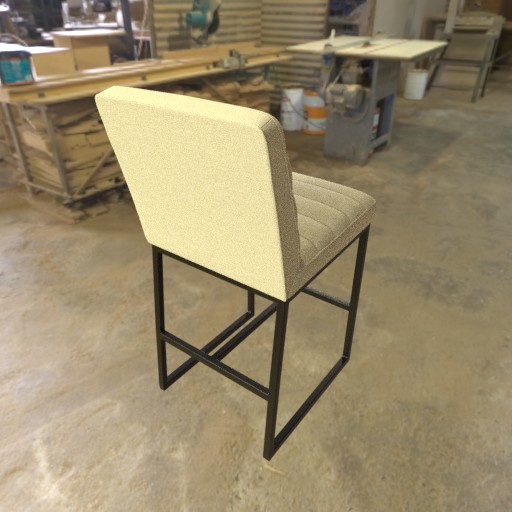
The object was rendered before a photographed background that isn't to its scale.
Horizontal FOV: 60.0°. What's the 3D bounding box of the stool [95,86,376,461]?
[{"bbox_3d":[0.000,0.000,1.248,0.460,0.940,0.560,21,37,31],"label":"stool"}]
